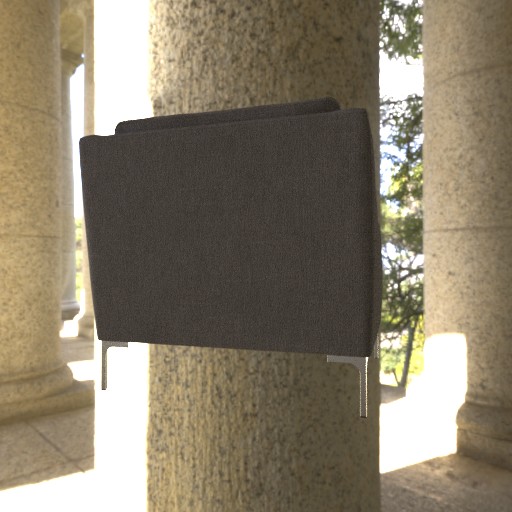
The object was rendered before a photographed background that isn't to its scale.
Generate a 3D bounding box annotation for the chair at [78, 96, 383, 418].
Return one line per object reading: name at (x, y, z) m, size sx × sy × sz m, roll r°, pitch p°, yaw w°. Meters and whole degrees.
chair at (0.000, 0.000, 1.553) m, size 0.847 × 0.828 × 0.849 m, roll 0°, pitch -1°, yaw 18°
